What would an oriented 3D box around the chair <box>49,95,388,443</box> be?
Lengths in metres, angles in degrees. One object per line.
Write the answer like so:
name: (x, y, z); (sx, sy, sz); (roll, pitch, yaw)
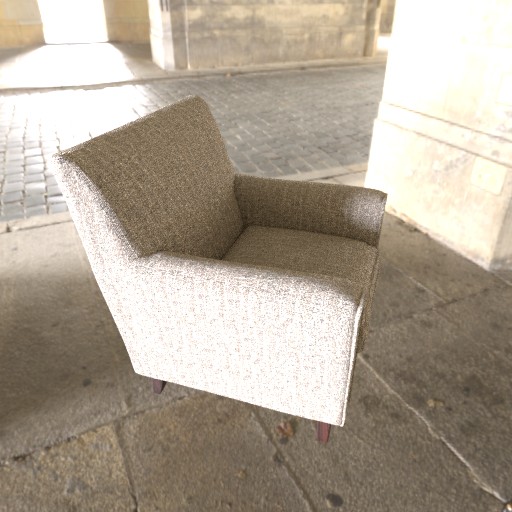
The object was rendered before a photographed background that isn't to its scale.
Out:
chair: (0.000, 0.000, 1.621); (0.873, 0.928, 0.864); (10, 32, 16)
